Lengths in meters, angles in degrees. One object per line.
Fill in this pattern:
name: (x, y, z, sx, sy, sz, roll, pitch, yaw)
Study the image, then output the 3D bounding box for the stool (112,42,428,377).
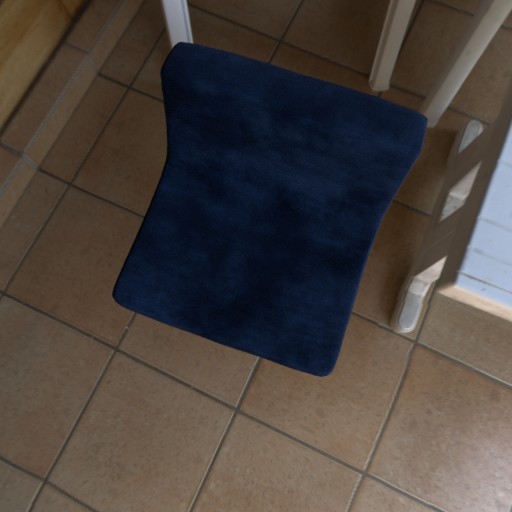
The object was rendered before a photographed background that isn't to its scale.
stool: (0.000, 0.000, 1.212, 0.511, 0.945, 0.516, 19, 77, 5)
